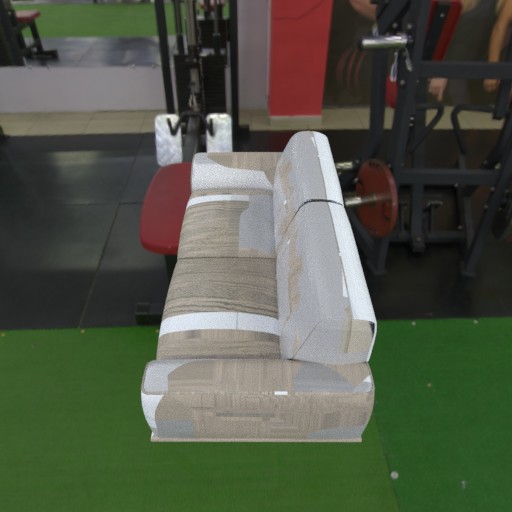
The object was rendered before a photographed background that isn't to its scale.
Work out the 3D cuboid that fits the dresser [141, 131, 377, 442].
[{"bbox_3d":[0.000,0.000,5.963,2.251,1.863,4.679,0,41,0],"label":"dresser"}]
